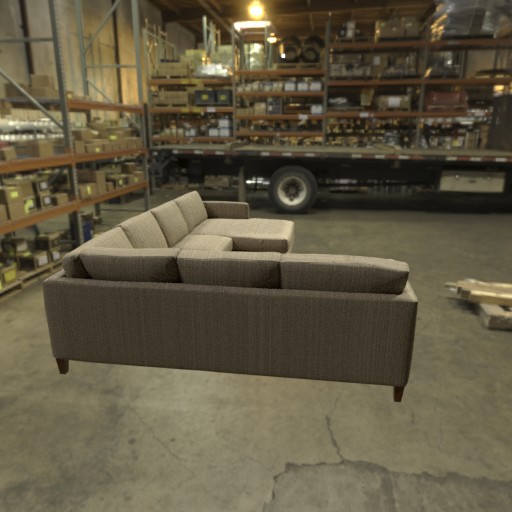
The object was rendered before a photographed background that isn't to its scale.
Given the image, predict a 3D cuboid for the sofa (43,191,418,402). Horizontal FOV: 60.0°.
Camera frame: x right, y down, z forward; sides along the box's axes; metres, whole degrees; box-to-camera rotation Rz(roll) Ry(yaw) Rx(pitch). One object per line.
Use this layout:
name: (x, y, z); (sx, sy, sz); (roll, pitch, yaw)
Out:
sofa: (0.000, 0.000, 4.625); (2.594, 0.961, 3.460); (2, 17, 8)
